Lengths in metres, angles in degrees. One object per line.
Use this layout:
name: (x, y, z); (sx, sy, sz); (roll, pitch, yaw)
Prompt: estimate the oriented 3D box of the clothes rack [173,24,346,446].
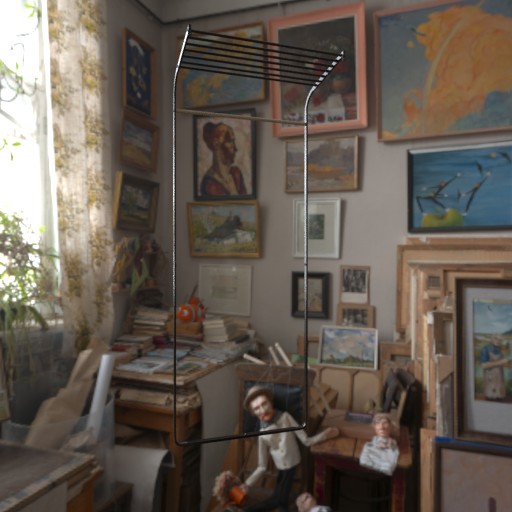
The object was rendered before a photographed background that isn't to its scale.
clothes rack: (0.000, 0.000, 1.766); (0.609, 1.574, 0.349); (0, 0, -19)
